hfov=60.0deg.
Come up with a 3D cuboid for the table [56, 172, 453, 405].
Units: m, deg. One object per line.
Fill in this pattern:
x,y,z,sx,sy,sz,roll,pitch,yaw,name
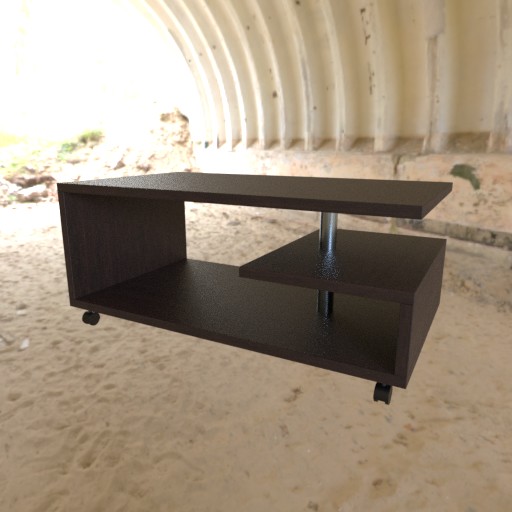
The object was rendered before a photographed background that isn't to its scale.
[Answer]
0.000,0.000,1.402,1.050,0.460,0.590,8,16,27,table
